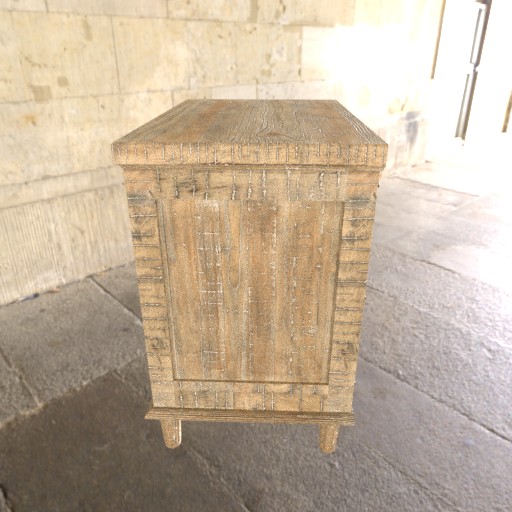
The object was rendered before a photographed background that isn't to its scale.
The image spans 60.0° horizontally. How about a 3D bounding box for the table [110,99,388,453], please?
[{"bbox_3d":[0.000,0.000,1.162,0.457,0.711,0.686,1,25,2],"label":"table"}]
